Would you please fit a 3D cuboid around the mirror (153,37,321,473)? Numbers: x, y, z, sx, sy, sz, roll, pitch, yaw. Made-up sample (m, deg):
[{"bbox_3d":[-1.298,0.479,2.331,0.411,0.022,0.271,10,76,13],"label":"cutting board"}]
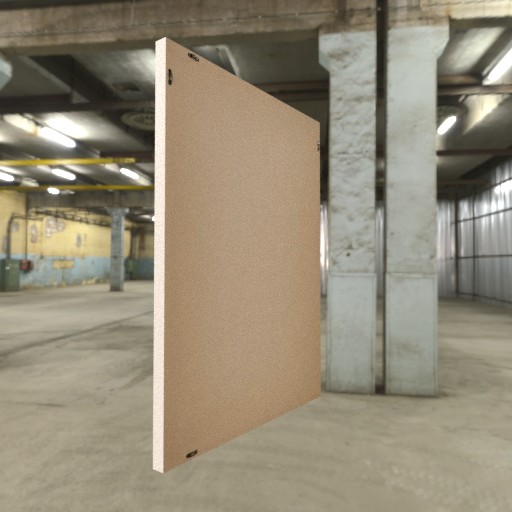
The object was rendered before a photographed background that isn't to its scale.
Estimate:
[{"bbox_3d":[0.000,0.000,1.347,0.041,1.016,0.762,-1,-2,36],"label":"mirror"}]
